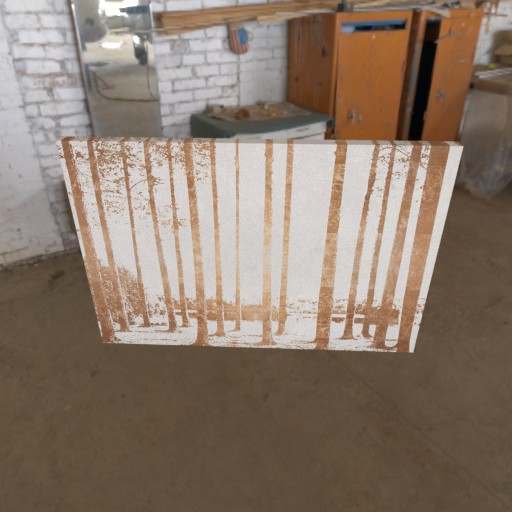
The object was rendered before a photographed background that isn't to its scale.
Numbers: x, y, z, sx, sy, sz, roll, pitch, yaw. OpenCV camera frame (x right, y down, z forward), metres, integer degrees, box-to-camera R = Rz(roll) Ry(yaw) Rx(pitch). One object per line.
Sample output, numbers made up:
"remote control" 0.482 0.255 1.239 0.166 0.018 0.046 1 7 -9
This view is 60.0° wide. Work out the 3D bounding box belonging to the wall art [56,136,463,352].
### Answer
"wall art" 0.000 0.000 1.163 0.914 0.609 0.035 1 31 2
